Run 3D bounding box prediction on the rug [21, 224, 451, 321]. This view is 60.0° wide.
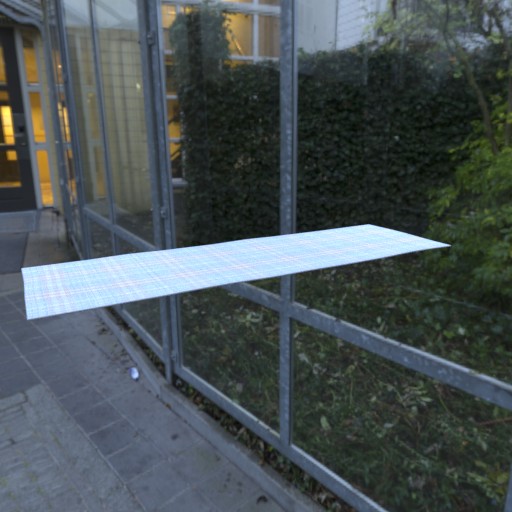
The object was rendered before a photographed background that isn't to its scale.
[{"bbox_3d":[0.000,0.000,2.606,2.439,0.013,0.762,-8,18,-27],"label":"rug"}]
